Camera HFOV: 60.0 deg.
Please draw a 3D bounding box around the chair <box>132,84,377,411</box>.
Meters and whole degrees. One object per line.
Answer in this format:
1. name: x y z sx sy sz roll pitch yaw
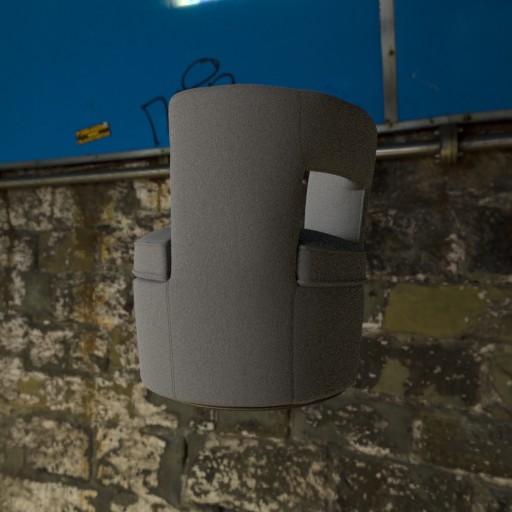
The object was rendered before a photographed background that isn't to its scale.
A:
1. chair: 0.000 0.000 1.258 0.660 0.719 0.689 -1 -1 37
